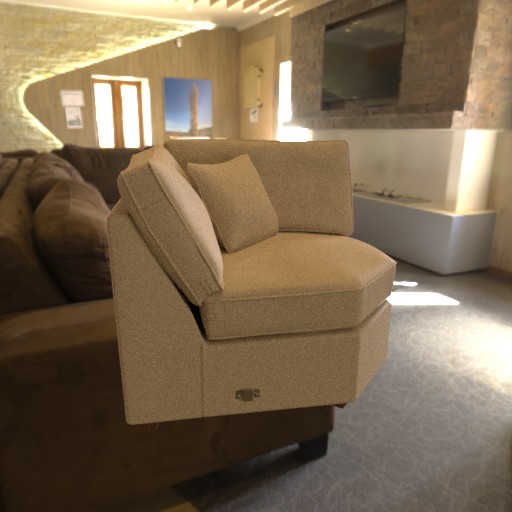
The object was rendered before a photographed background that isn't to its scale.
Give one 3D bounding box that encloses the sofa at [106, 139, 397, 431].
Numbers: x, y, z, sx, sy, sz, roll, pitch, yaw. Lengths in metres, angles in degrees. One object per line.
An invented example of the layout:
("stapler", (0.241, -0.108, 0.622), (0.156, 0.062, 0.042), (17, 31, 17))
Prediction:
("sofa", (0.000, 0.000, 1.858), (1.042, 0.937, 1.050), (-3, 16, -9))
